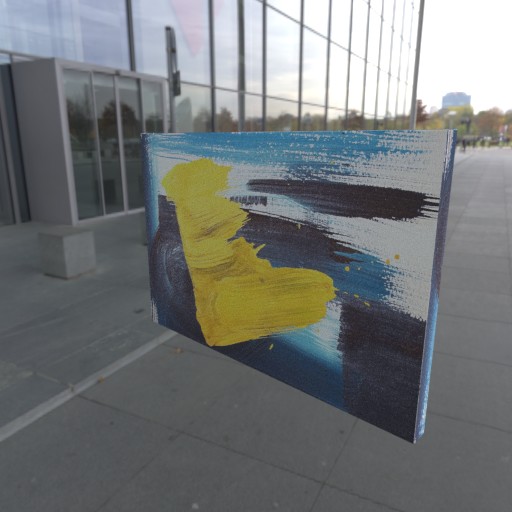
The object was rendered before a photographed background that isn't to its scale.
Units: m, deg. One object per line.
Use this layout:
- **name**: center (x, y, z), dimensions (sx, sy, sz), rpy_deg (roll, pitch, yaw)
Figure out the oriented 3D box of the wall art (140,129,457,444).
- **wall art**: center (0.000, 0.000, 0.754), dimensions (0.609, 0.406, 0.033), rpy_deg (13, 20, 41)
